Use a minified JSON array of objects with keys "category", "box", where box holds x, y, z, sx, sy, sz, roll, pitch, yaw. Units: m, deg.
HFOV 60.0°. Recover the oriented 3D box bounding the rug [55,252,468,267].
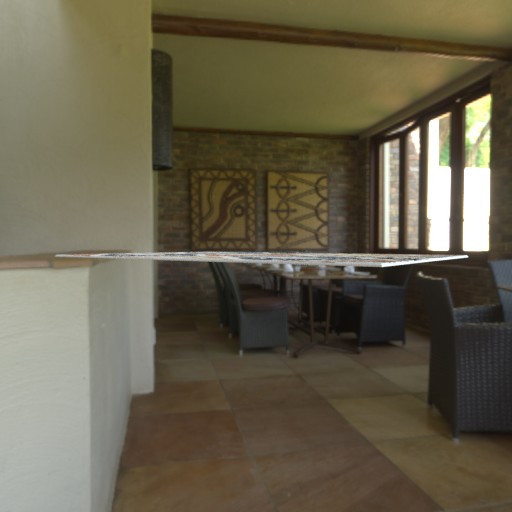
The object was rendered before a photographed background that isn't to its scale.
[{"category":"rug","box":[0.000,0.000,2.919,2.275,0.014,1.514,1,2,37]}]
